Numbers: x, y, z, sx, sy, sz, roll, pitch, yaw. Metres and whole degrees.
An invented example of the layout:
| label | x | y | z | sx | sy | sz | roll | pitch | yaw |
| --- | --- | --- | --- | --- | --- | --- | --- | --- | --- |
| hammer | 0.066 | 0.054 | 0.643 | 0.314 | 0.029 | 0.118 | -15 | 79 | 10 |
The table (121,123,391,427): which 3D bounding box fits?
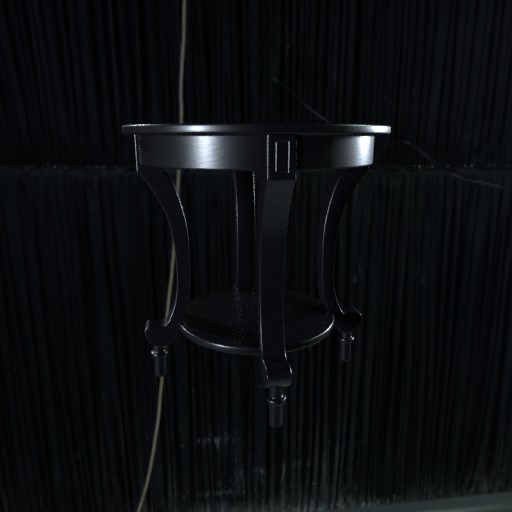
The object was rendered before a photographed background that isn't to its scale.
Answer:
| label | x | y | z | sx | sy | sz | roll | pitch | yaw |
| --- | --- | --- | --- | --- | --- | --- | --- | --- | --- |
| table | 0.000 | 0.000 | 1.103 | 0.597 | 0.618 | 0.597 | 0 | 15 | 0 |
